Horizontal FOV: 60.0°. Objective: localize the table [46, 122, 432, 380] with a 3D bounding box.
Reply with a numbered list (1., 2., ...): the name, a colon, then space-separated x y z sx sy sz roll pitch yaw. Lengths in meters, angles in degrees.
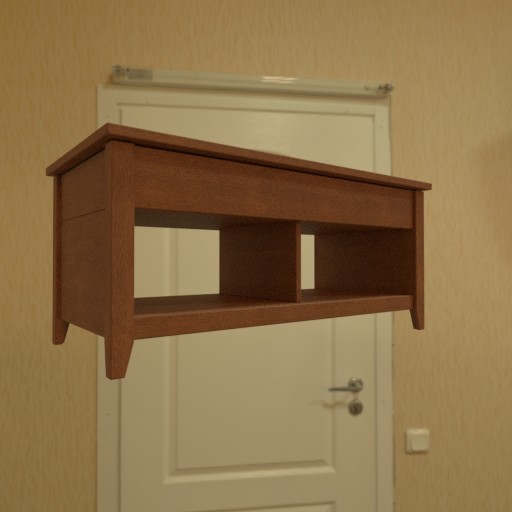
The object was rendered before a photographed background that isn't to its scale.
1. table: 0.000 0.000 1.271 1.016 0.457 0.483 1 -1 -37
